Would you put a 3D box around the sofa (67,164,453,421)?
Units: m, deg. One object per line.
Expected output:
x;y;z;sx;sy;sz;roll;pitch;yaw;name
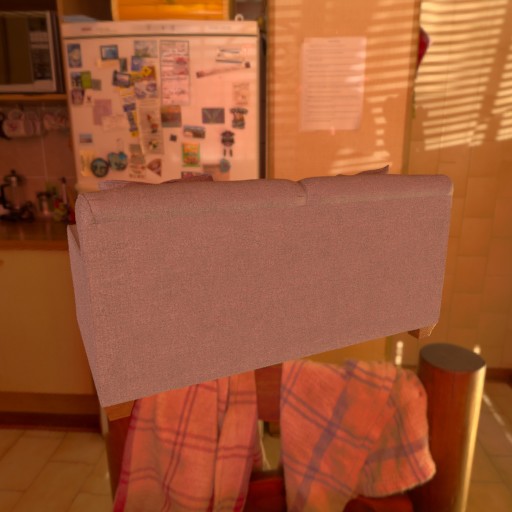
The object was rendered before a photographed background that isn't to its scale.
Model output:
0.000;0.000;2.425;1.846;0.958;1.000;-7;17;-26;sofa
